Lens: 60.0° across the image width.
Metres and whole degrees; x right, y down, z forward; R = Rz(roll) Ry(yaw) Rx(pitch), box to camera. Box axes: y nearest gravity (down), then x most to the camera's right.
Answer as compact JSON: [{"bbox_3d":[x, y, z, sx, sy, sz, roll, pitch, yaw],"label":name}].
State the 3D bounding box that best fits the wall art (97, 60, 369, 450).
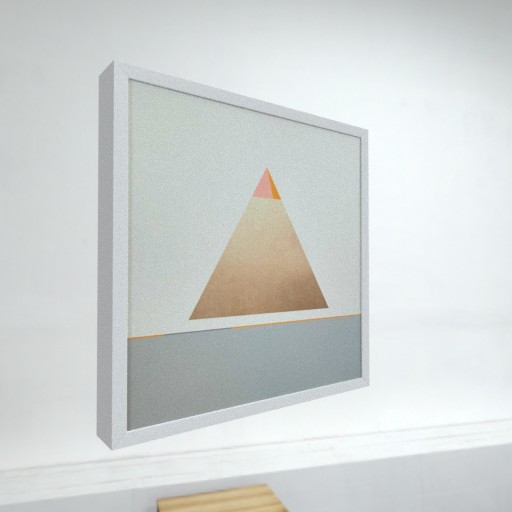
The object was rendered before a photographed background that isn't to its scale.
[{"bbox_3d":[0.000,0.000,0.451,0.305,0.304,0.038,1,-1,-37],"label":"wall art"}]
